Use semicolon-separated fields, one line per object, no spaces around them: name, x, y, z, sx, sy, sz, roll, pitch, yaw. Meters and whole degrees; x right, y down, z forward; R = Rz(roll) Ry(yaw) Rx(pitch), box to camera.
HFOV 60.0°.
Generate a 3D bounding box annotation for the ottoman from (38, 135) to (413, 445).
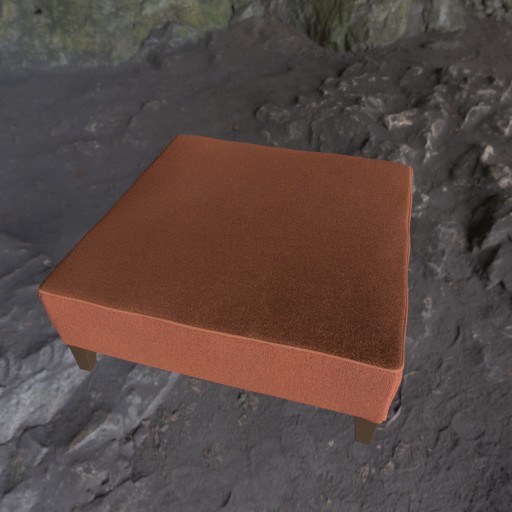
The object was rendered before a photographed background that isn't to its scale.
ottoman;0.000;0.000;1.569;0.997;0.438;0.999;11;42;12
